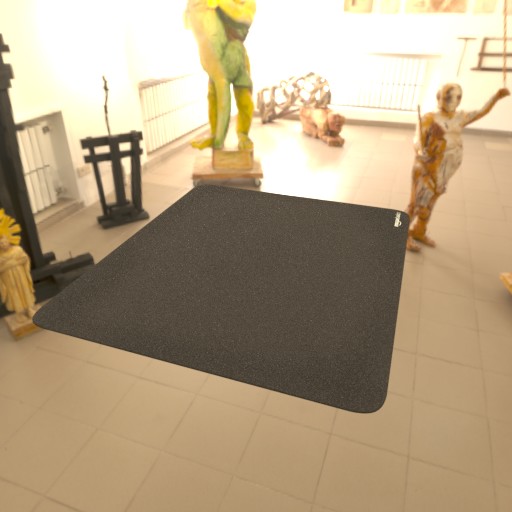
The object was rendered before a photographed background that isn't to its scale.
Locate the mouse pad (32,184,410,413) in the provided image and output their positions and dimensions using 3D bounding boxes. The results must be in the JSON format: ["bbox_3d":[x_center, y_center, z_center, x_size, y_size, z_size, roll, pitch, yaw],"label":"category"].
[{"bbox_3d":[0.000,0.000,0.620,0.393,0.002,0.451,10,32,17],"label":"mouse pad"}]
